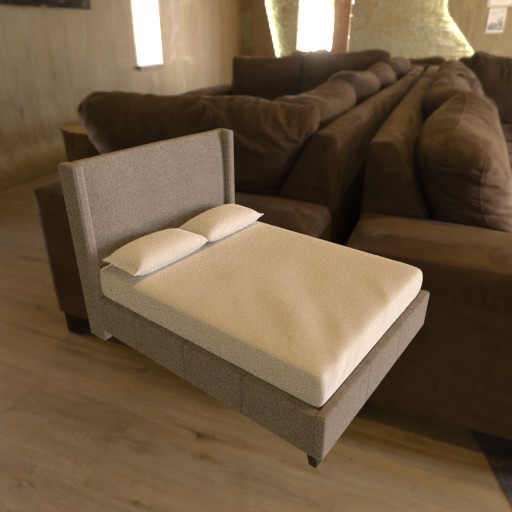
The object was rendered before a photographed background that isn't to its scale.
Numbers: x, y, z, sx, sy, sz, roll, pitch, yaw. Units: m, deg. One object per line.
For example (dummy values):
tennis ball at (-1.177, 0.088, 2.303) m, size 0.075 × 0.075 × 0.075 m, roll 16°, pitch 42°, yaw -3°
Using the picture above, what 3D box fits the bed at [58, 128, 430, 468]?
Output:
bed at (0.000, 0.000, 3.451) m, size 2.245 × 1.476 × 1.714 m, roll 19°, pitch 32°, yaw 33°
